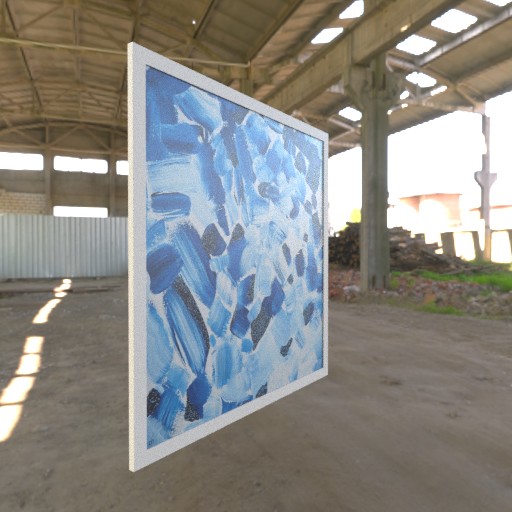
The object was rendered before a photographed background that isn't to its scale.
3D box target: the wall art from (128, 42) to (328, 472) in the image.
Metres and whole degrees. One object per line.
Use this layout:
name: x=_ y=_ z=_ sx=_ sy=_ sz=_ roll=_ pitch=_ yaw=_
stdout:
wall art: x=0.000 y=0.000 z=1.170 sx=0.015 sy=0.812 sz=0.812 roll=1 pitch=1 yaw=36
